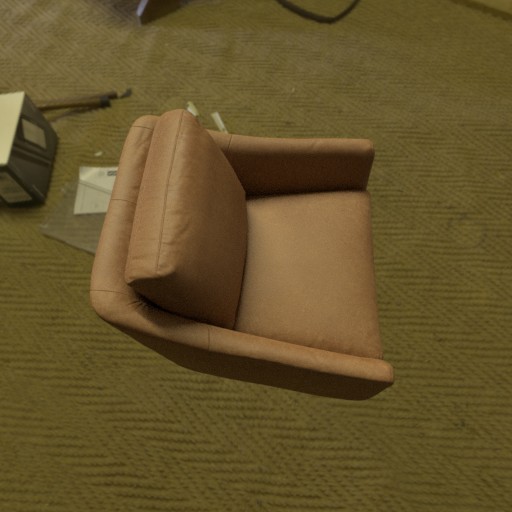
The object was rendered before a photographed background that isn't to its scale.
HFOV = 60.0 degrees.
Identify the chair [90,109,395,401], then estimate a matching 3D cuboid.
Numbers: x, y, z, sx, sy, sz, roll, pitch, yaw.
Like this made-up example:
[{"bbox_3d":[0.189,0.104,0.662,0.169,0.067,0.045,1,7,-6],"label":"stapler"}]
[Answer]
[{"bbox_3d":[0.000,0.000,1.725,0.963,0.895,0.988,3,62,2],"label":"chair"}]
